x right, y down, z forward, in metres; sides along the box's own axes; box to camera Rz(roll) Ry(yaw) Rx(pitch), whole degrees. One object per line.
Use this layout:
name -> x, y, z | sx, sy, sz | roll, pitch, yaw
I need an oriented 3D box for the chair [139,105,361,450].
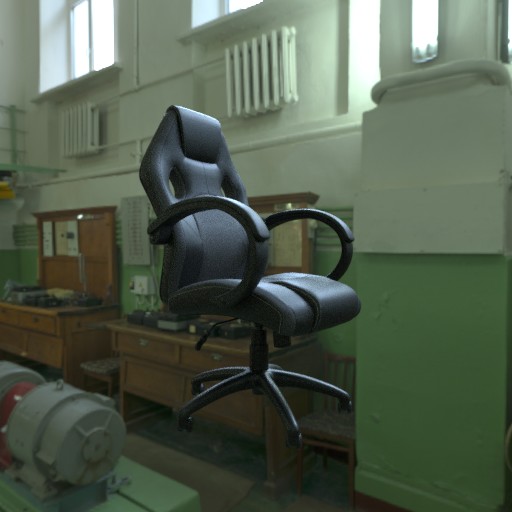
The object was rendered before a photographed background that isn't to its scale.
chair -> 0.000, 0.000, 1.667 | 0.724, 1.187, 0.673 | 1, 2, 36
